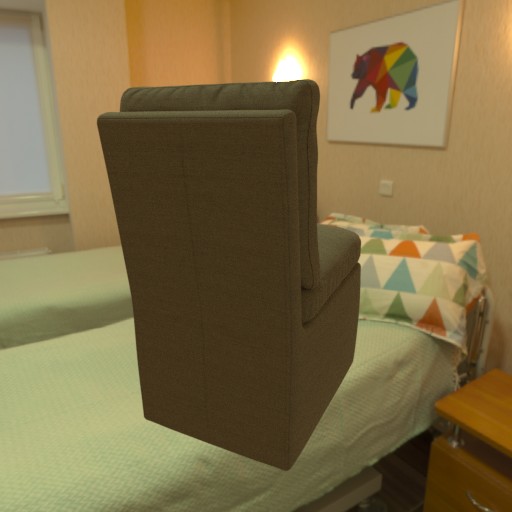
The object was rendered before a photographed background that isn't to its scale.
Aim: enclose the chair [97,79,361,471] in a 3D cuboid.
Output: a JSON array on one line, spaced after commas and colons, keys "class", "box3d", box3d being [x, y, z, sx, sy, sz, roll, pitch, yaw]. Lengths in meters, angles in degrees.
[{"class": "chair", "box3d": [0.000, 0.000, 1.311, 0.503, 0.927, 0.698, 8, 19, 26]}]
